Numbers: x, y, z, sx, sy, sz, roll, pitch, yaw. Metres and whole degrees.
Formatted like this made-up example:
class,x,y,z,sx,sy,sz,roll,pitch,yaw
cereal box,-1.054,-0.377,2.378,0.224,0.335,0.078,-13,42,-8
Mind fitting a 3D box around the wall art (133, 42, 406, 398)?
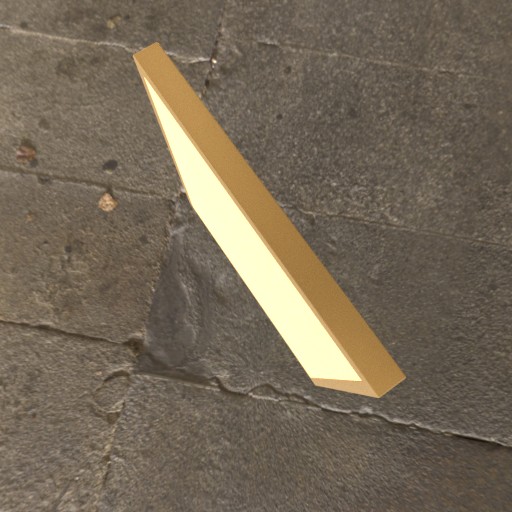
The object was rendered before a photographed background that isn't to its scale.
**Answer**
class,x,y,z,sx,sy,sz,roll,pitch,yaw
wall art,0.000,0.000,0.458,0.023,0.305,0.305,-33,78,-8
